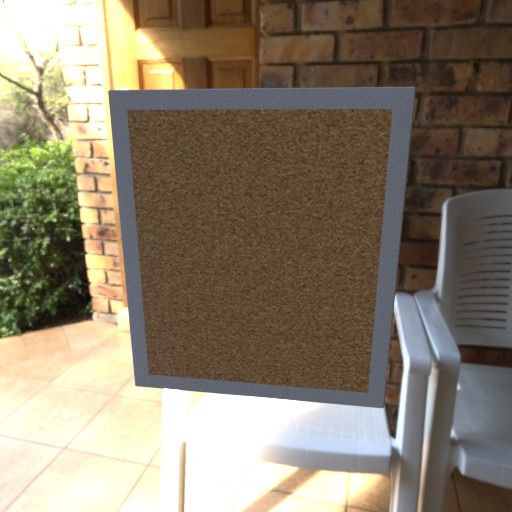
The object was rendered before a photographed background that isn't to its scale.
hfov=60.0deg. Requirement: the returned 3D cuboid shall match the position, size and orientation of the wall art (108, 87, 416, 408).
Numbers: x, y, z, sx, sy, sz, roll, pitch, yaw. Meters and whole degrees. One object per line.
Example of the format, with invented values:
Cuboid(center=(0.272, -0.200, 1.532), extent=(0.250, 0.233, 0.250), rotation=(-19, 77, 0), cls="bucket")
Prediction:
Cuboid(center=(0.000, 0.000, 0.540), extent=(0.331, 0.381, 0.028), rotation=(3, 17, 8), cls="wall art")
